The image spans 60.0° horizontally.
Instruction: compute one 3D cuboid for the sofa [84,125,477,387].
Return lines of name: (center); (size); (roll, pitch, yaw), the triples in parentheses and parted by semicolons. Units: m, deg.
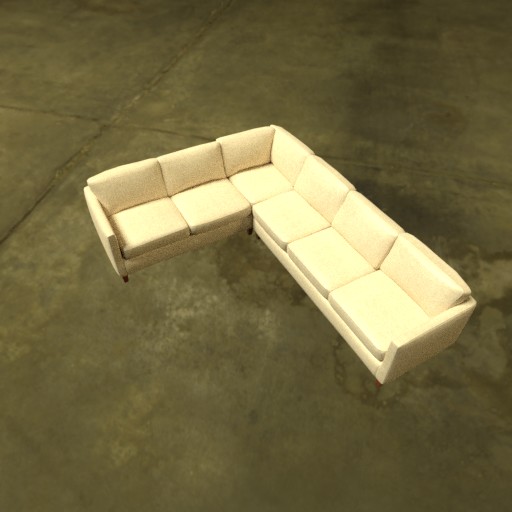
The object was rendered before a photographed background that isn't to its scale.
sofa: (0.000, 0.000, 4.496); (2.593, 0.947, 3.302); (-22, 50, -20)
